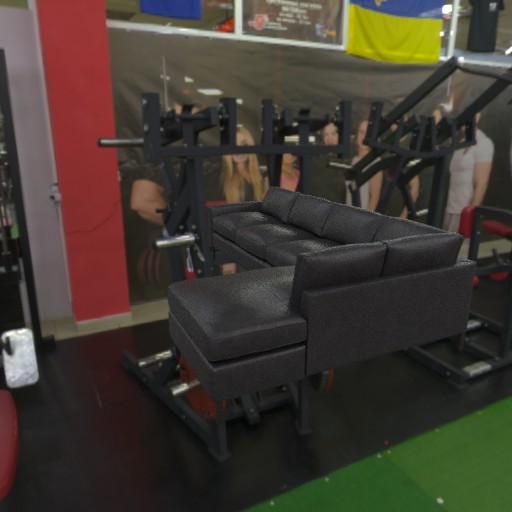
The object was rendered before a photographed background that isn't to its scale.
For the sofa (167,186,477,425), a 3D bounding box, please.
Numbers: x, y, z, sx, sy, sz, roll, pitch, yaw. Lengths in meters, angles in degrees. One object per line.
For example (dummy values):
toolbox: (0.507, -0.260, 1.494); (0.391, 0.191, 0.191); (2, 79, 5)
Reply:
sofa: (0.000, 0.000, 3.901); (1.938, 0.877, 2.984); (-8, 18, -24)
